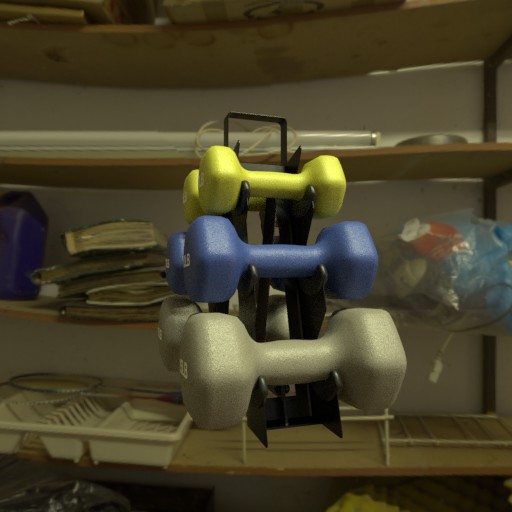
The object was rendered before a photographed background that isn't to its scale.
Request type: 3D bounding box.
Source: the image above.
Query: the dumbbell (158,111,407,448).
[{"bbox_3d":[0.000,0.000,0.671,0.261,0.426,0.416,1,-2,-18],"label":"dumbbell"}]
